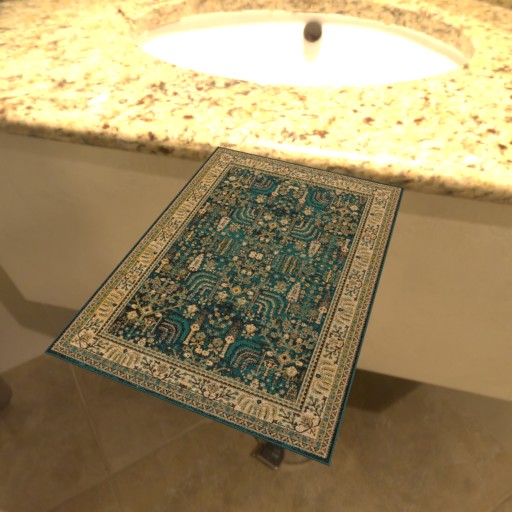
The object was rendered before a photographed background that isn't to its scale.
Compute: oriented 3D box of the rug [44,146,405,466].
[{"bbox_3d":[0.000,0.000,2.918,1.594,0.013,2.213,16,48,15],"label":"rug"}]
